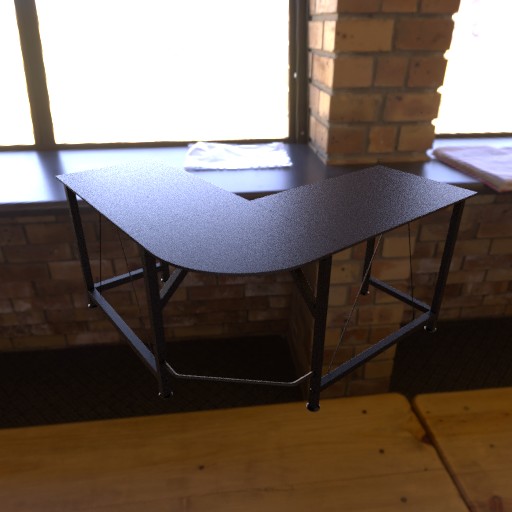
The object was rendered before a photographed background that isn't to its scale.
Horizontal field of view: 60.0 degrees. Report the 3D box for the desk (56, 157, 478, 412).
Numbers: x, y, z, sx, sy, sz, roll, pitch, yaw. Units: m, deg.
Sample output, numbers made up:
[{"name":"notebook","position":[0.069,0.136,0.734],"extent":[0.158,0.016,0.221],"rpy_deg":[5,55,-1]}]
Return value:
[{"name":"desk","position":[0.000,0.000,2.246],"extent":[1.400,0.762,1.400],"rpy_deg":[-20,34,-33]}]
